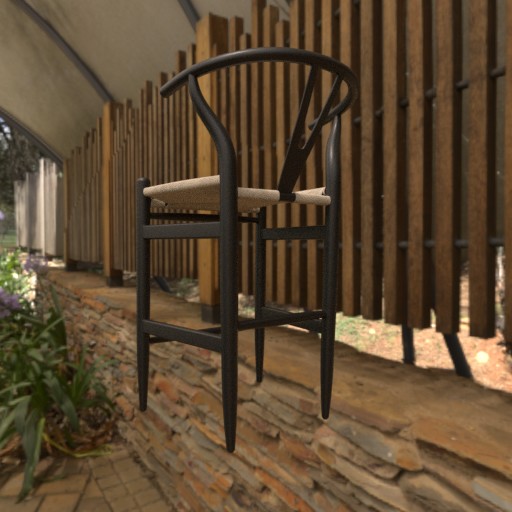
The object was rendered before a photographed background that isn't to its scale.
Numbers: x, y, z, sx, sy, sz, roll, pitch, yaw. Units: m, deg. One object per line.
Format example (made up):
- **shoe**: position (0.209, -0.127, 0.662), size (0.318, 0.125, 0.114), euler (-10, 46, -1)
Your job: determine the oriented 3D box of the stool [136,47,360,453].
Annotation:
- **stool**: position (0.000, 0.000, 1.295), size (0.569, 0.970, 0.579), euler (-1, 2, -38)
